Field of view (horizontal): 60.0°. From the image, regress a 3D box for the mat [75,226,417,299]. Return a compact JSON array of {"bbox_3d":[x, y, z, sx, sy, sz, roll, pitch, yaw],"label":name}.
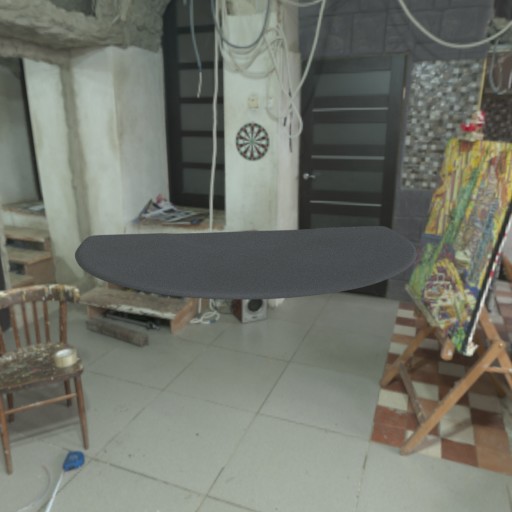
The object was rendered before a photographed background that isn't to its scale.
[{"bbox_3d":[0.000,0.000,1.824,1.525,0.016,0.917,-2,17,-8],"label":"mat"}]
